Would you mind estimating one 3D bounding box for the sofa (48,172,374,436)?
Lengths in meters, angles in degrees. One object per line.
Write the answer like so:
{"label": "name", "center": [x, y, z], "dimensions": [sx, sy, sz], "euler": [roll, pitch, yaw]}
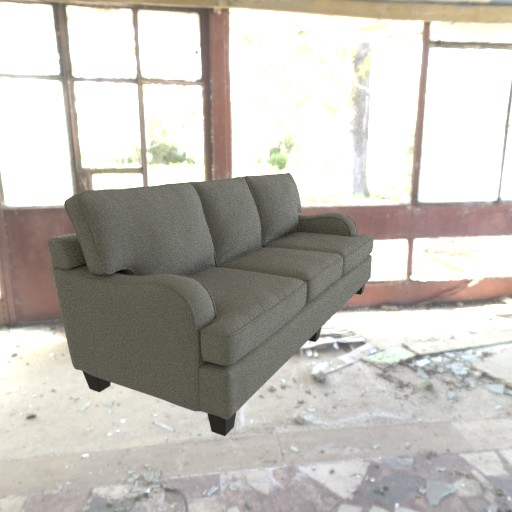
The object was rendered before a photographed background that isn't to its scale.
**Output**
{"label": "sofa", "center": [0.000, 0.000, 2.886], "dimensions": [1.016, 0.997, 2.323], "euler": [7, 15, 27]}
